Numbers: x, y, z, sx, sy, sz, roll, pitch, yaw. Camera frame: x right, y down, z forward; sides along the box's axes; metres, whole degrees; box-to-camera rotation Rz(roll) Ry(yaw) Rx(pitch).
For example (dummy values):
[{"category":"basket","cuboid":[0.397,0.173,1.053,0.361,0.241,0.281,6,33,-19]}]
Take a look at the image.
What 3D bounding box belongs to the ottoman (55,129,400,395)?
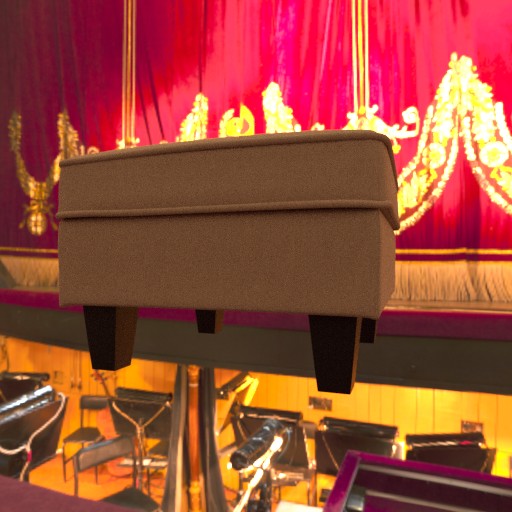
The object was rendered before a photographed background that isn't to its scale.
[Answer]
[{"category":"ottoman","cuboid":[0.000,0.000,1.009,0.616,0.438,0.613,0,-1,19]}]
